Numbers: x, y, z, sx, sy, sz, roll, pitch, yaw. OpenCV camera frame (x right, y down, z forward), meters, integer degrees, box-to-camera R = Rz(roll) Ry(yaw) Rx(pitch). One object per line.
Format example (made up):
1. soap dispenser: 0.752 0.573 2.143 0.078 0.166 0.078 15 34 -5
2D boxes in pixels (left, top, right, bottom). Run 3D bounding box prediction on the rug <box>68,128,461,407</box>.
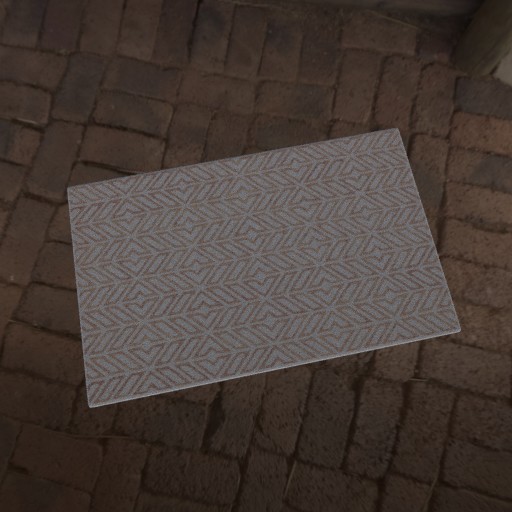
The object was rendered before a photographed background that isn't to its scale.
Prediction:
1. rug: 0.000 0.000 3.026 2.438 0.008 1.523 -11 76 -3
